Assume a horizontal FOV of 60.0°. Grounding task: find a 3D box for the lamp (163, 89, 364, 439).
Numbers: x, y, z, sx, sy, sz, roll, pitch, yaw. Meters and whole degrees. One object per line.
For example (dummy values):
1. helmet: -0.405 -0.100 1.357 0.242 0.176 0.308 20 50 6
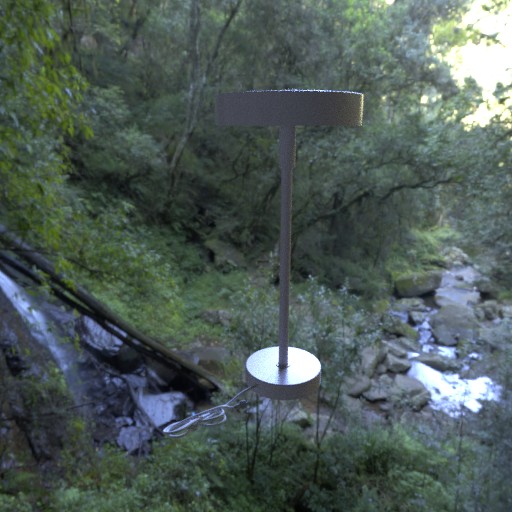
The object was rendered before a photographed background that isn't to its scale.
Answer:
1. lamp: 0.000 0.000 0.712 0.369 0.508 0.229 -15 22 -42
